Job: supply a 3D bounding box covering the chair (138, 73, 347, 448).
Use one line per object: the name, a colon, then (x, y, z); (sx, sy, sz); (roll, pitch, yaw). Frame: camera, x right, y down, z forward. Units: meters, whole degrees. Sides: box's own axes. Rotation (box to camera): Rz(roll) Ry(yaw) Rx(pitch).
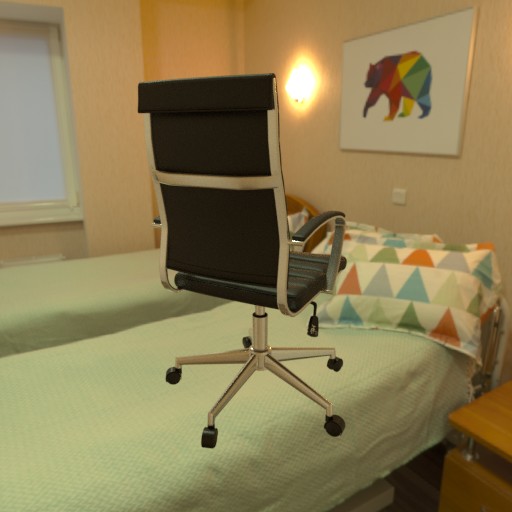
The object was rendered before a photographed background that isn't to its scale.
chair: (0.000, 0.000, 1.609); (0.766, 1.149, 0.739); (8, 18, 27)
